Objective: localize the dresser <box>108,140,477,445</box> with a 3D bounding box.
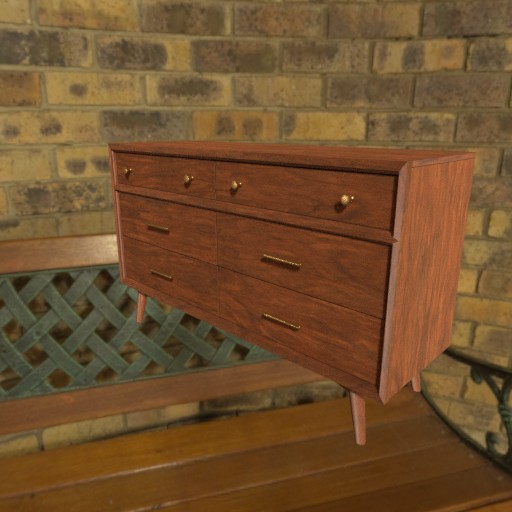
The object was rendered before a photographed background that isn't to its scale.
[{"bbox_3d":[0.000,0.000,1.857,1.472,0.889,0.500,15,23,42],"label":"dresser"}]
